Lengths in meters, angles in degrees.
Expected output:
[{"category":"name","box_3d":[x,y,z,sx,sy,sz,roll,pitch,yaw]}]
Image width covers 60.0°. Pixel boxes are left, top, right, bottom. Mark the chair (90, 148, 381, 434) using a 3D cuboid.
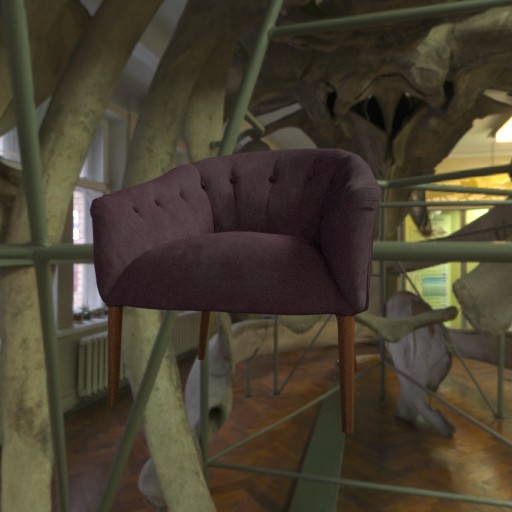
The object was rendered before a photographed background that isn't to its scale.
[{"category":"chair","box_3d":[0.000,0.000,1.547,0.851,0.885,0.776,0,1,17]}]
